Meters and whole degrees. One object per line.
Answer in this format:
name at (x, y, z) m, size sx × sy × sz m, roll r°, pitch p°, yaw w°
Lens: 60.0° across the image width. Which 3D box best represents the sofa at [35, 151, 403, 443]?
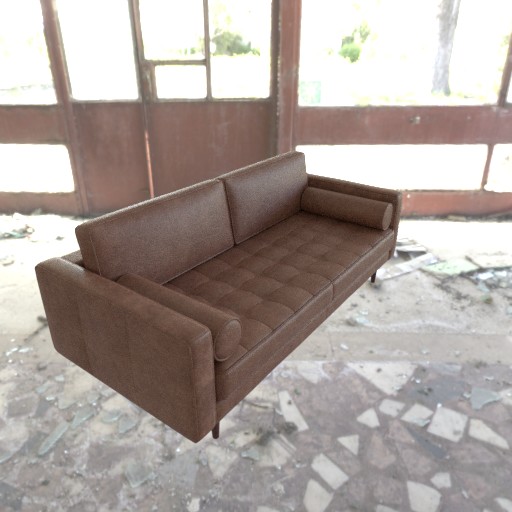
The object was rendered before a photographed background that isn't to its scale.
sofa at (0.000, 0.000, 2.312) m, size 0.910 × 0.760 × 1.870 m, roll 18°, pitch 31°, yaw 32°
